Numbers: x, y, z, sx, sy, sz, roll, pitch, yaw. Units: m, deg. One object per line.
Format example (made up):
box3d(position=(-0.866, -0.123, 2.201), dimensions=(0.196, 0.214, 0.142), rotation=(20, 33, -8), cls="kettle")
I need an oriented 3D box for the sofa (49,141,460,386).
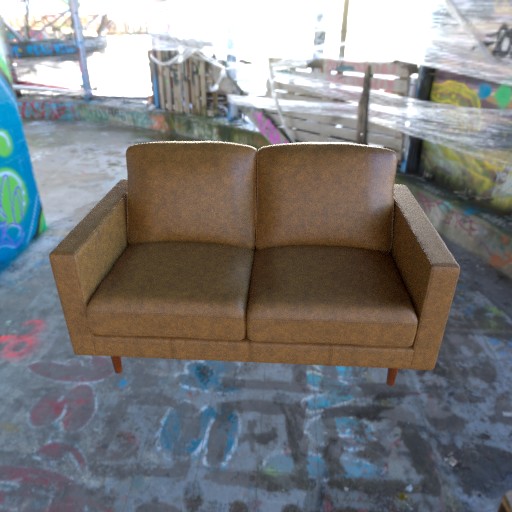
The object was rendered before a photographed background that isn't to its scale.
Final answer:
box3d(position=(0.000, 0.000, 2.144), dimensions=(1.578, 0.951, 0.909), rotation=(2, 29, 3), cls="sofa")
